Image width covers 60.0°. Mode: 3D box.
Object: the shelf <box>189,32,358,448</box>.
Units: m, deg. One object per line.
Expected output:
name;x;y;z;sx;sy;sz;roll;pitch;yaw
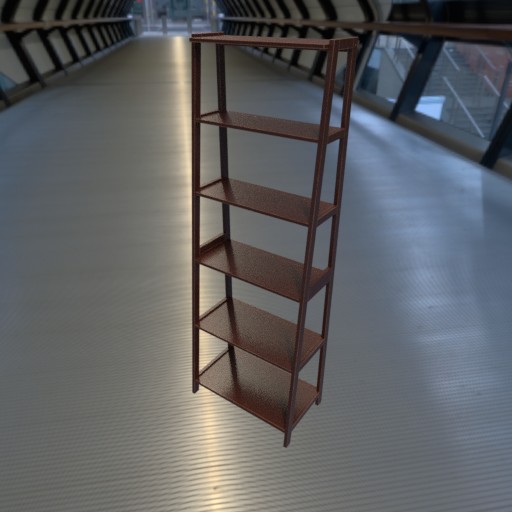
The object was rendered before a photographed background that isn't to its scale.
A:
shelf;0.000;0.000;2.129;0.660;1.892;0.381;19;35;30
